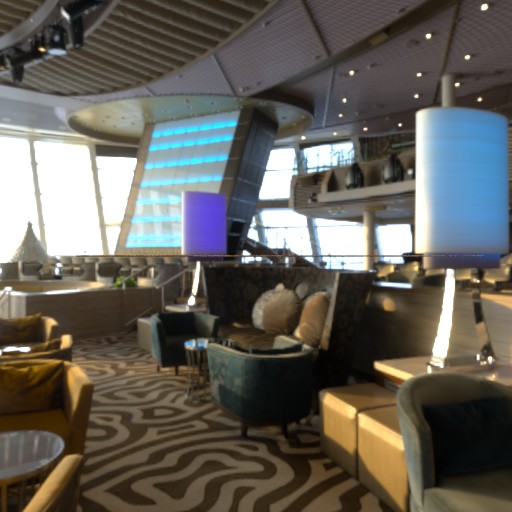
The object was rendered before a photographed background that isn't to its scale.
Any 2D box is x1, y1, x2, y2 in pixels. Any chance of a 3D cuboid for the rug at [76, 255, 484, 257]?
[{"bbox_3d":[0.000,0.000,4.225,3.048,0.010,2.439,0,0,-19],"label":"rug"}]
